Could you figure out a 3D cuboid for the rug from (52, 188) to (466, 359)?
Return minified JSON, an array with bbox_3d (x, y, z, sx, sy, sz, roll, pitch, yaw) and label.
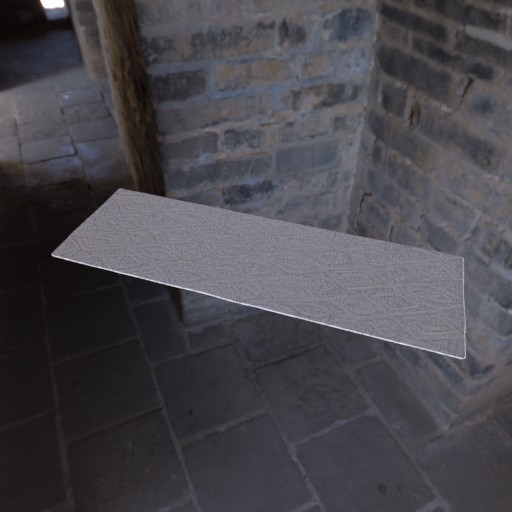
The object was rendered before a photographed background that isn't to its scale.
[{"bbox_3d":[0.000,0.000,2.741,2.436,0.013,0.807,13,43,14],"label":"rug"}]
